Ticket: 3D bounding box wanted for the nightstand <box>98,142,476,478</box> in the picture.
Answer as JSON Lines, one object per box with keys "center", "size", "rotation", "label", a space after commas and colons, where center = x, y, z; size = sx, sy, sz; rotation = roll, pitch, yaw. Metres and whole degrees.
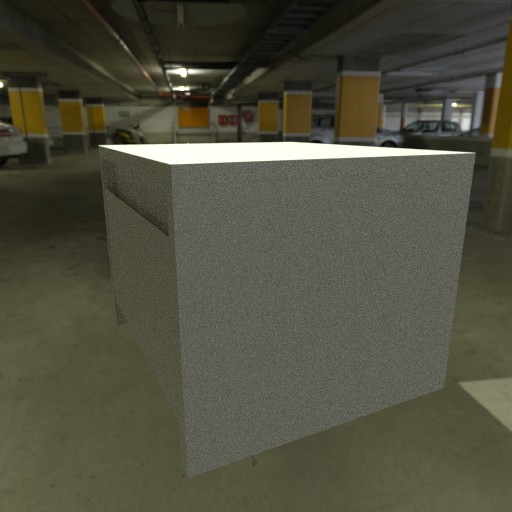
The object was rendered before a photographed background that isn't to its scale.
{"center": [0.000, 0.000, 0.743], "size": [0.408, 0.351, 0.470], "rotation": [-8, 18, -25], "label": "nightstand"}
